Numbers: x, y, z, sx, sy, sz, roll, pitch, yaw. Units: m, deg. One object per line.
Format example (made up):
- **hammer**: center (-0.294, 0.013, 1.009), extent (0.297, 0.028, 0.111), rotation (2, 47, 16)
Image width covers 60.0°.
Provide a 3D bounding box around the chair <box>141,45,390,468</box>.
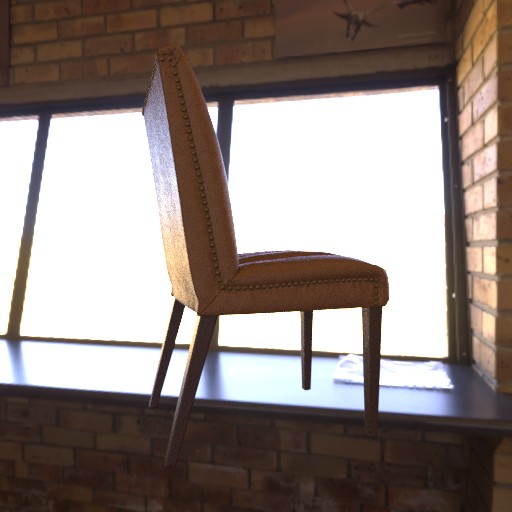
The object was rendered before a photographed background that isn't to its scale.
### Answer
- **chair**: center (0.000, 0.000, 1.363), extent (0.647, 1.016, 0.511), rotation (0, 1, -19)
